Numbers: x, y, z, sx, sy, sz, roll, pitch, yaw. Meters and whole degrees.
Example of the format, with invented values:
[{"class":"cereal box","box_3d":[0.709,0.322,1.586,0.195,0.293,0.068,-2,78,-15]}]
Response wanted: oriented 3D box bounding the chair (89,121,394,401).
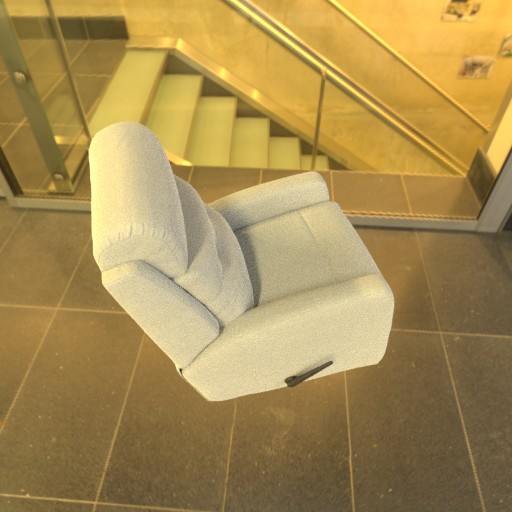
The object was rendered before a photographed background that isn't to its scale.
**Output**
[{"class":"chair","box_3d":[0.000,0.000,1.739,1.043,1.013,0.798,-11,48,-10]}]
